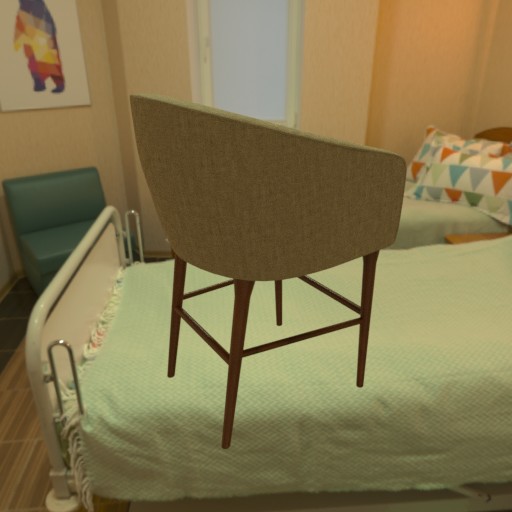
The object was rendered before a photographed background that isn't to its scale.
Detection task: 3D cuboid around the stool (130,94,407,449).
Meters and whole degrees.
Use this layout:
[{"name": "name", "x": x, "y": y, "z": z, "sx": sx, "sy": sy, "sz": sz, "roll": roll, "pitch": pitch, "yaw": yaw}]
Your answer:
[{"name": "stool", "x": 0.000, "y": 0.000, "z": 1.349, "sx": 0.635, "sy": 0.952, "sz": 0.559, "roll": -16, "pitch": 29, "yaw": -31}]
